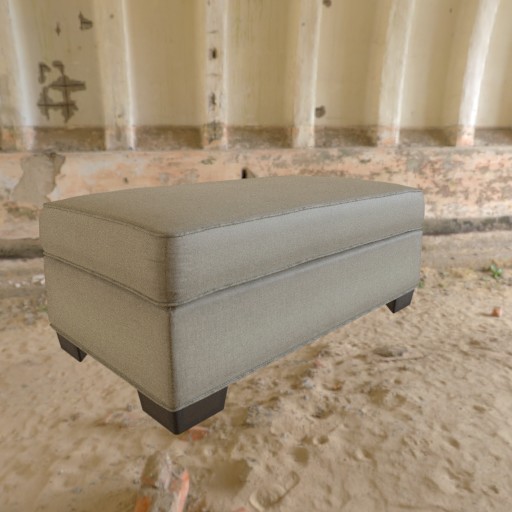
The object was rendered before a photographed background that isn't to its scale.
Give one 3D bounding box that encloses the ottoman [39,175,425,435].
[{"bbox_3d":[0.000,0.000,1.406,0.617,0.461,1.097,14,20,43],"label":"ottoman"}]
